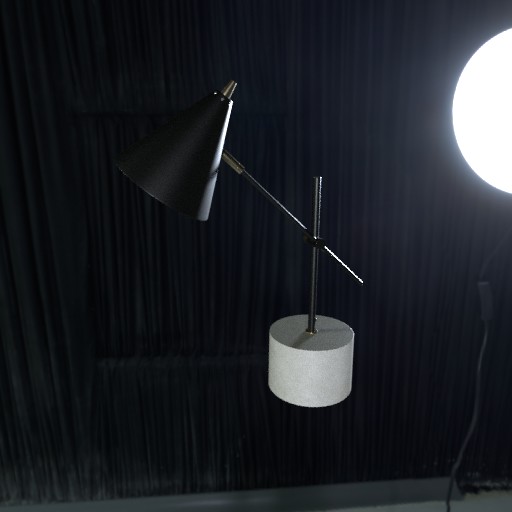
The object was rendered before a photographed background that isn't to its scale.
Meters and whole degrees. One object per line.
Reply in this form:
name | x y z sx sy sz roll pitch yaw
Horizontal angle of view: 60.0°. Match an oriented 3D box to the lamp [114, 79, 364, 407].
lamp | 0.000 0.000 0.712 0.403 0.518 0.214 -2 16 -9
